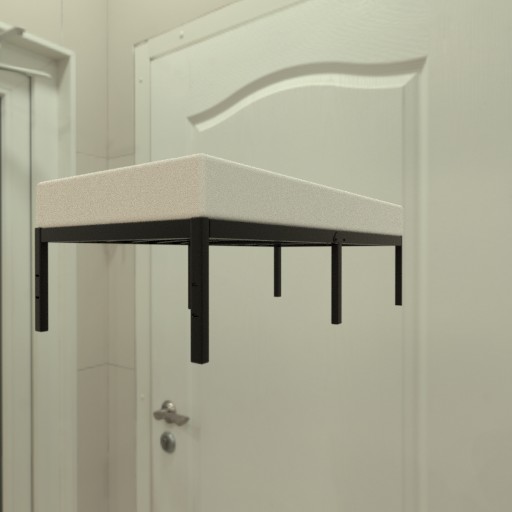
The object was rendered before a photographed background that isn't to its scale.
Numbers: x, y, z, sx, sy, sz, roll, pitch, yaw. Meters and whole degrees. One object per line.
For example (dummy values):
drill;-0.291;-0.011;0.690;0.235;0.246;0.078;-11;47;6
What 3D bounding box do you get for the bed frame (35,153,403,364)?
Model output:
bed frame;0.000;0.000;2.448;1.023;0.659;1.950;0;0;36
